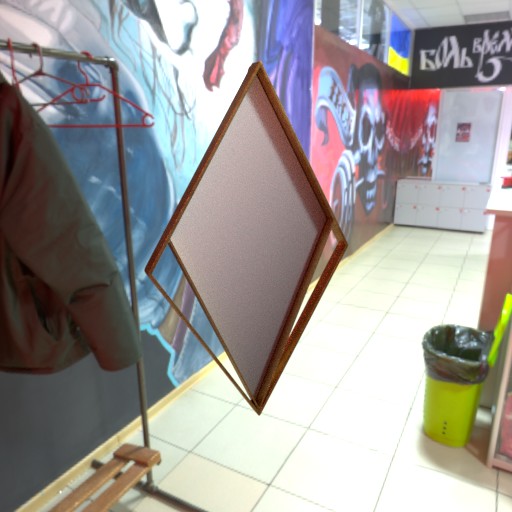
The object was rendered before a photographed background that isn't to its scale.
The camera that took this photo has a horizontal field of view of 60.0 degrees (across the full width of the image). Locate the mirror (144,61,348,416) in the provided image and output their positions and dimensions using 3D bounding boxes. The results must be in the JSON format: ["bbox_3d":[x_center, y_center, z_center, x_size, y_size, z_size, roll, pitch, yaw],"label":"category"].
[{"bbox_3d":[0.000,0.000,0.839,0.419,0.679,0.032,-8,18,-27],"label":"mirror"}]
